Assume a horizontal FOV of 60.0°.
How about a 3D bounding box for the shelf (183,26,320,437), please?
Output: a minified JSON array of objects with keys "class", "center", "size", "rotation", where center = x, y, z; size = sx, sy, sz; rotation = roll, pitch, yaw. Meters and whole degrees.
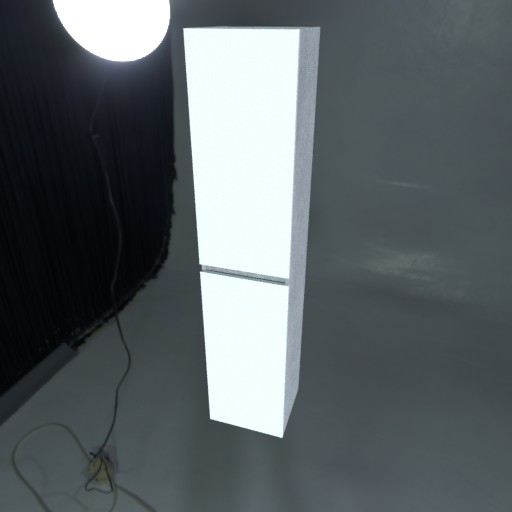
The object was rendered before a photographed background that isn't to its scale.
[{"class":"shelf","center":[0.000,0.000,1.527],"size":[0.300,1.400,0.270],"rotation":[9,29,16]}]
